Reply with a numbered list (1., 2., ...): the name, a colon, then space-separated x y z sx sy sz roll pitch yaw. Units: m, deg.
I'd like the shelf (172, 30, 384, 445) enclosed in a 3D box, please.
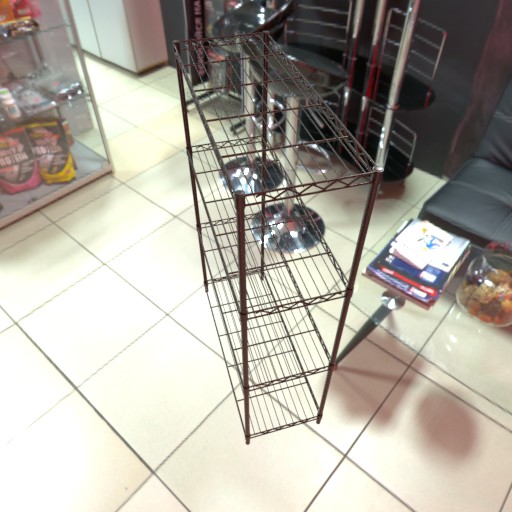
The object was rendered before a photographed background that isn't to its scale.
1. shelf: 0.000 0.000 1.762 0.352 1.361 0.907 -12 47 -11
